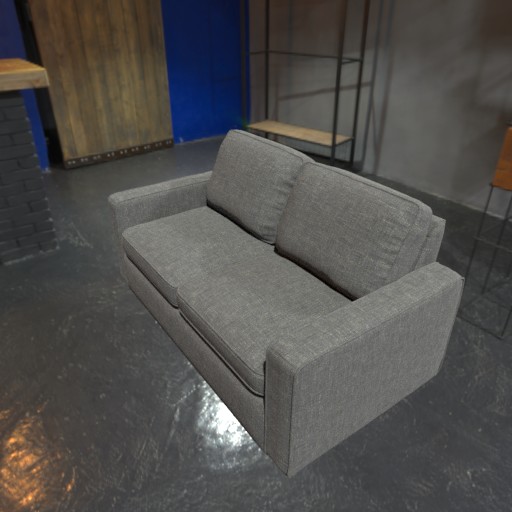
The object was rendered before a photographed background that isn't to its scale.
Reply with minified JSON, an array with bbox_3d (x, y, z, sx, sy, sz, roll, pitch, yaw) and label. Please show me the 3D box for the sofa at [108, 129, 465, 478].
[{"bbox_3d":[0.000,0.000,2.245,0.947,0.918,1.709,-20,36,-30],"label":"sofa"}]
